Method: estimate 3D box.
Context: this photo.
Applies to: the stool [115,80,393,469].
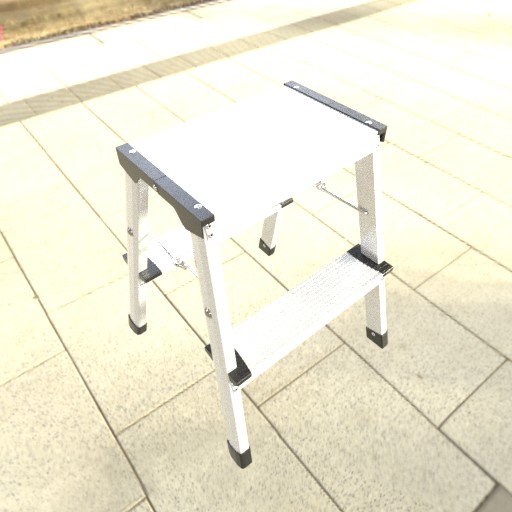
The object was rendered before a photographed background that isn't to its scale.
[{"bbox_3d":[0.000,0.000,0.794,0.404,0.480,0.405,-31,53,-27],"label":"stool"}]
